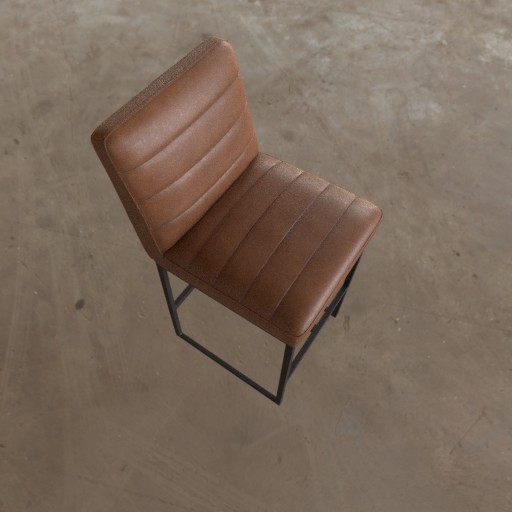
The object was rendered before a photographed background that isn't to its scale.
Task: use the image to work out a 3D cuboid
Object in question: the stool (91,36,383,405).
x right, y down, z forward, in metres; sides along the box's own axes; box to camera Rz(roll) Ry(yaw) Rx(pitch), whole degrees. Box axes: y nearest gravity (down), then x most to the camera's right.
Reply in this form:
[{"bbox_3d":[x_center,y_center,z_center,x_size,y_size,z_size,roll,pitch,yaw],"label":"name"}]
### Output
[{"bbox_3d":[0.000,0.000,1.341,0.556,1.040,0.458,30,63,17],"label":"stool"}]
